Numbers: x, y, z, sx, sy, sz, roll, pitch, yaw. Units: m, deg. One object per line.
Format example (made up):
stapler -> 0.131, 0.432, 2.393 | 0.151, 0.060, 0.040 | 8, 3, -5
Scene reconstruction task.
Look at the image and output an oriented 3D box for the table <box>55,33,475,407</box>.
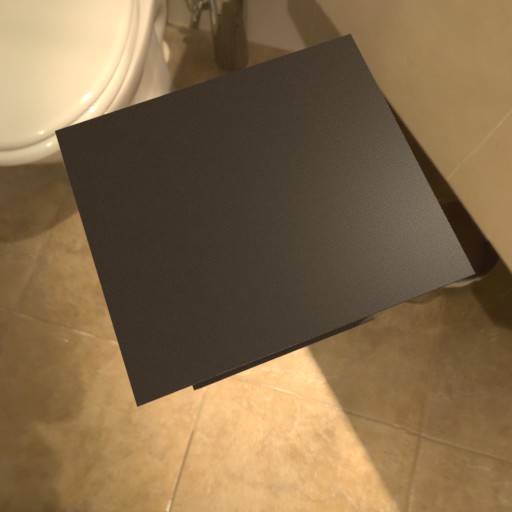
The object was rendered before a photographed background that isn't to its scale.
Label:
table -> 0.000, 0.000, 0.896 | 0.460, 0.610, 0.399 | -20, 76, -5
